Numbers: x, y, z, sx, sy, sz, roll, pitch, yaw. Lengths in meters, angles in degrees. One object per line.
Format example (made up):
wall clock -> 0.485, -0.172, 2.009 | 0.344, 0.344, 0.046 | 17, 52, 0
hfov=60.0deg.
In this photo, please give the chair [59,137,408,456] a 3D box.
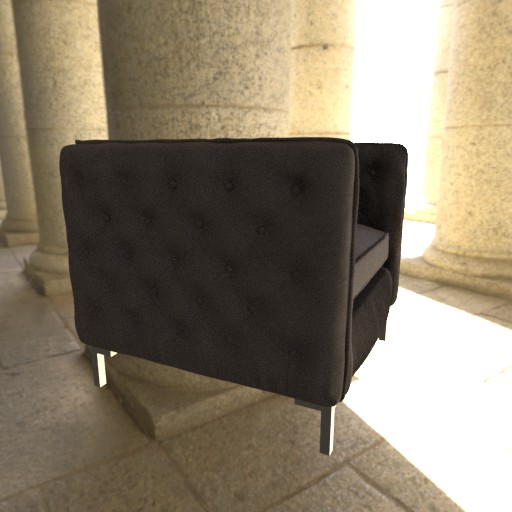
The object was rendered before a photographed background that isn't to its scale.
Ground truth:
chair -> 0.000, 0.000, 1.600 | 0.913, 0.807, 0.946 | 7, 15, 25
